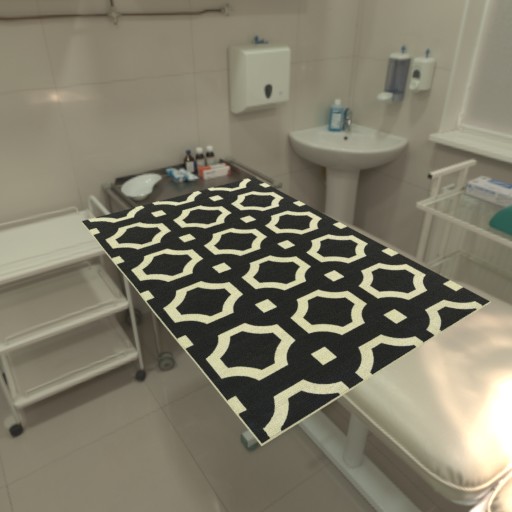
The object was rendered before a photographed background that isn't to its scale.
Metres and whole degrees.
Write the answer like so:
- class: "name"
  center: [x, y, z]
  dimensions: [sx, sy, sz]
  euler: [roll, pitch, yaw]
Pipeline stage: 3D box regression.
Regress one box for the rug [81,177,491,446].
- class: "rug"
  center: [0.000, 0.000, 2.855]
  dimensions: [1.555, 0.016, 2.286]
  euler: [-20, 36, -29]
